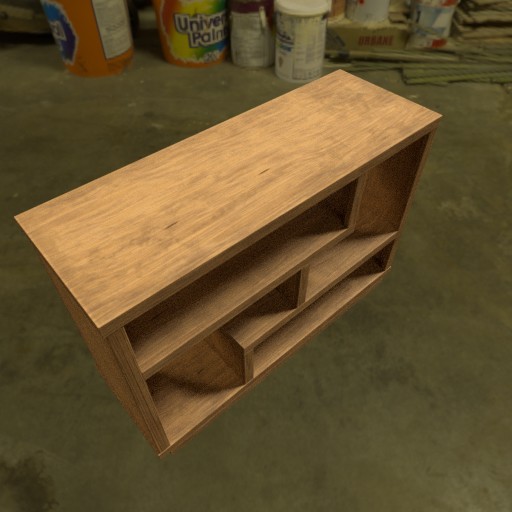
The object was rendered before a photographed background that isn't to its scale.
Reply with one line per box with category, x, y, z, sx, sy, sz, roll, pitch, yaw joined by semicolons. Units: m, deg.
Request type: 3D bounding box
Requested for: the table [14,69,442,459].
table;0.000;0.000;1.474;1.151;0.771;0.410;-33;56;-26
